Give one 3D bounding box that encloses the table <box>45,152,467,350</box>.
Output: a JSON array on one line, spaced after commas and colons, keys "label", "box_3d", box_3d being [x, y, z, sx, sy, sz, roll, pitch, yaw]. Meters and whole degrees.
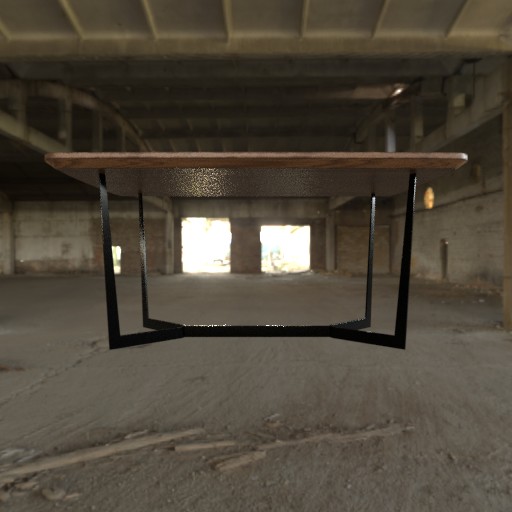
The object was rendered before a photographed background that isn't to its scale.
[{"label": "table", "box_3d": [0.000, 0.000, 2.089, 1.643, 0.765, 0.949, 0, 0, 0]}]
